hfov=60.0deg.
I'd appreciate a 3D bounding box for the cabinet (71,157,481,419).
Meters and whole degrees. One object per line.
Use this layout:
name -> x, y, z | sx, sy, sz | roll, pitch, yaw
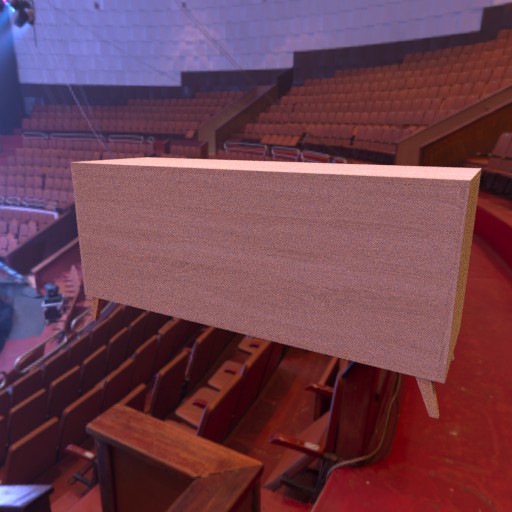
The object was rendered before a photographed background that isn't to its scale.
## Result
cabinet -> 0.000, 0.000, 1.937 | 1.649, 0.780, 0.500 | 8, 18, 28
